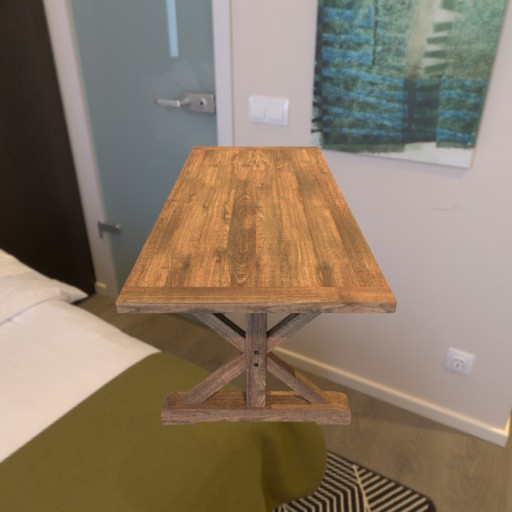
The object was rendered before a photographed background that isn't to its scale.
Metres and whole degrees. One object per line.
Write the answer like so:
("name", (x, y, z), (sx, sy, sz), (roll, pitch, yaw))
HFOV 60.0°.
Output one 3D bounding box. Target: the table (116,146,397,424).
("table", (0.000, 0.000, 2.496), (0.907, 0.733, 2.031), (0, 28, 0))
